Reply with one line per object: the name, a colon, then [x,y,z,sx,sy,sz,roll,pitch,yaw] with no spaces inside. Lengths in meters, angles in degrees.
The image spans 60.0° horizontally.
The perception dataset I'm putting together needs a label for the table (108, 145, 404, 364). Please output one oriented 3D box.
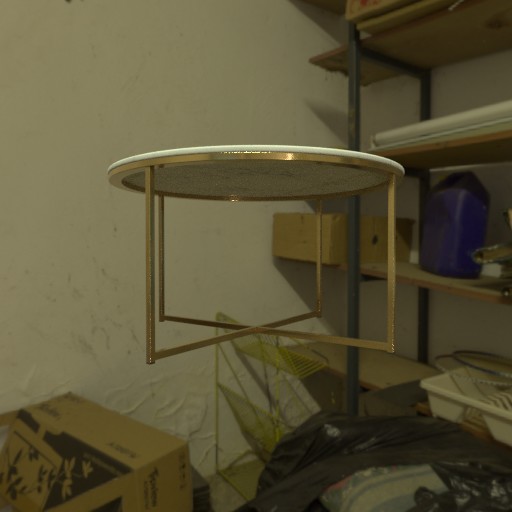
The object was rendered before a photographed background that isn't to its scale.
table: [0.000,0.000,1.264,0.800,0.450,0.800,0,1,0]
